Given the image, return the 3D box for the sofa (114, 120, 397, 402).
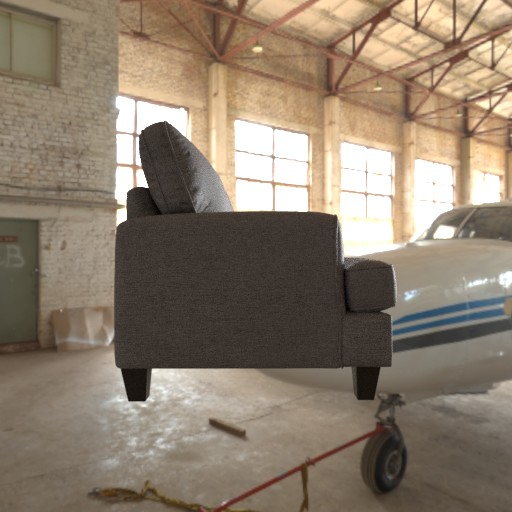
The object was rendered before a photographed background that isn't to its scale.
[{"bbox_3d":[0.000,0.000,2.258,0.965,0.965,1.651,0,1,0],"label":"sofa"}]
